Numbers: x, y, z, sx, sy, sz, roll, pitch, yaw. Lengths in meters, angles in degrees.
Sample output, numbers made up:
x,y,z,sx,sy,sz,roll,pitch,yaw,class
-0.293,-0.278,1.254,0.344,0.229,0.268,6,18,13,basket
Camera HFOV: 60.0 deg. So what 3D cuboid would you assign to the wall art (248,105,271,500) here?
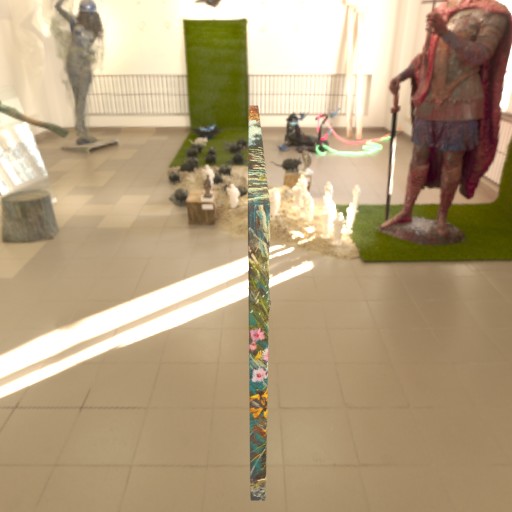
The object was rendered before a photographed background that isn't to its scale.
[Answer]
x,y,z,sx,sy,sz,roll,pitch,yaw,class
0.000,0.000,1.413,0.042,0.760,1.136,0,27,-1,wall art
